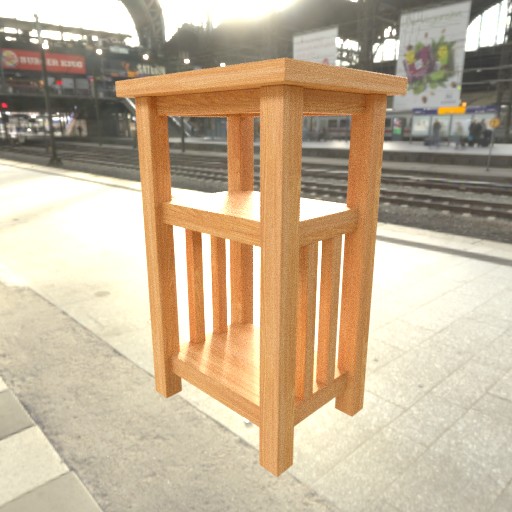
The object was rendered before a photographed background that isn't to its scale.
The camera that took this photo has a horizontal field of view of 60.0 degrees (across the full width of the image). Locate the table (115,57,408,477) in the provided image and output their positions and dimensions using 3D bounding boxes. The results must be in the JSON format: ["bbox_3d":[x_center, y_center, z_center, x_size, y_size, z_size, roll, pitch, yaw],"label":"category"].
[{"bbox_3d":[0.000,0.000,0.740,0.350,0.550,0.270,15,22,42],"label":"table"}]
